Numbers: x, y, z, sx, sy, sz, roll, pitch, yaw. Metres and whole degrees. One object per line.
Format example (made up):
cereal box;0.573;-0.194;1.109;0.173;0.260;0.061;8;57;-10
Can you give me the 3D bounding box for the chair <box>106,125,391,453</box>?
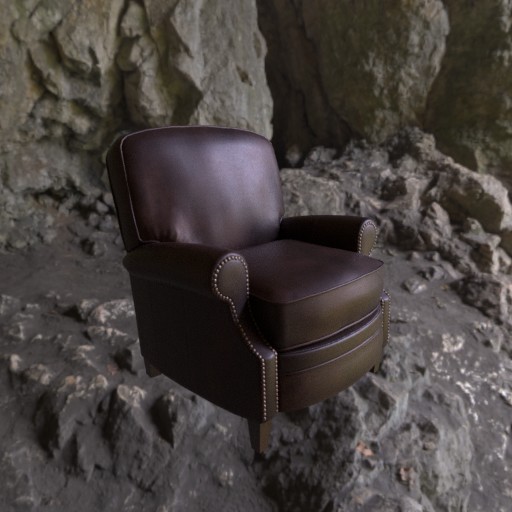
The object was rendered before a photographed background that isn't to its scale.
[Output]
chair;0.000;0.000;1.778;0.986;1.018;0.936;14;21;43
